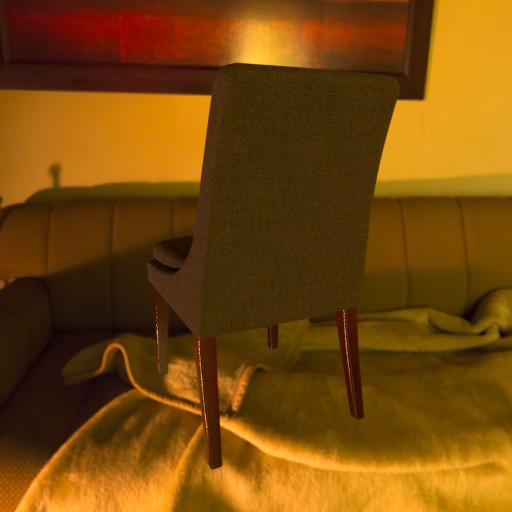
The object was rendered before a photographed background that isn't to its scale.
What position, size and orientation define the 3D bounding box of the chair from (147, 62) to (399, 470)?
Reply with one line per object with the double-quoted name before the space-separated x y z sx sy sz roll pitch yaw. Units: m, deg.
"chair" 0.000 0.000 1.314 0.508 0.952 0.655 -7 16 -26
